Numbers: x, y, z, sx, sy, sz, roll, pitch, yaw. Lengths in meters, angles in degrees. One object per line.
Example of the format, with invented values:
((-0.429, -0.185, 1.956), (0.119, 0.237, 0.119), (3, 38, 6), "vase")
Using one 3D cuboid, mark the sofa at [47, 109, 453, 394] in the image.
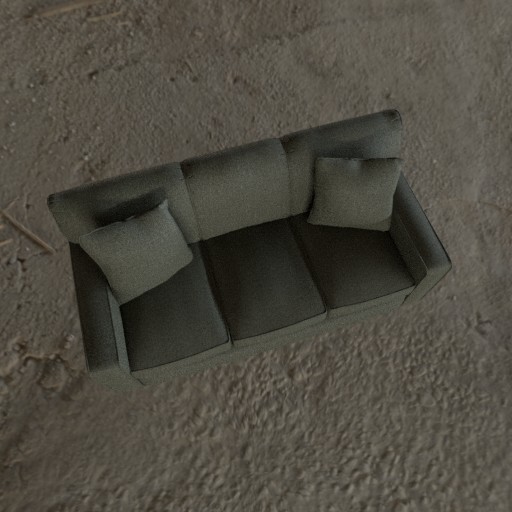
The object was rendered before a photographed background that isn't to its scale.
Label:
((0.000, 0.000, 2.633), (2.024, 0.958, 0.997), (-16, 65, -8), "sofa")
